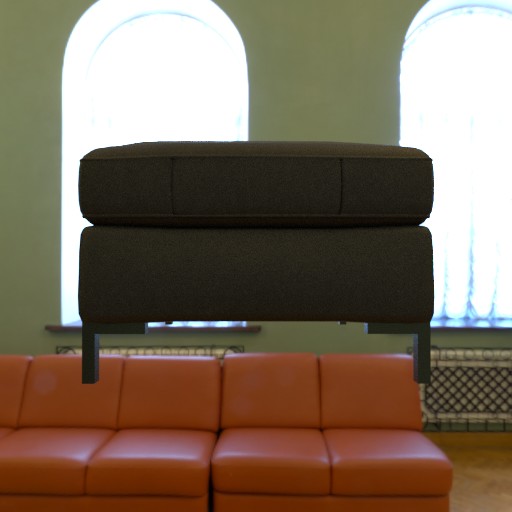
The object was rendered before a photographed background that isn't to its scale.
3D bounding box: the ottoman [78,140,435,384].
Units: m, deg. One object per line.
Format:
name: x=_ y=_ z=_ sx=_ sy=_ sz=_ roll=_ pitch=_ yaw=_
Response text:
ottoman: x=0.000 y=0.000 z=1.757 sx=0.967 sy=0.696 sz=1.187 roll=0 pitch=-1 yaw=0
